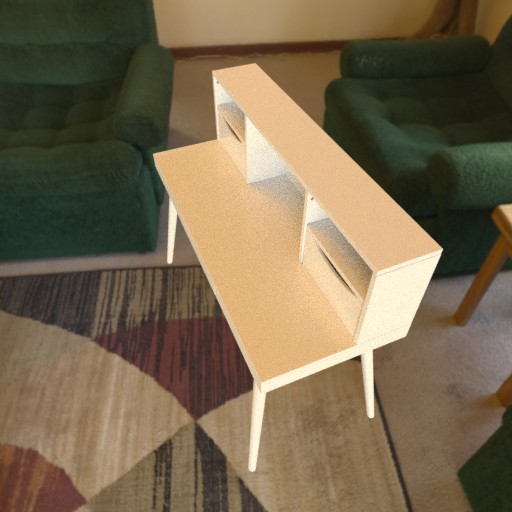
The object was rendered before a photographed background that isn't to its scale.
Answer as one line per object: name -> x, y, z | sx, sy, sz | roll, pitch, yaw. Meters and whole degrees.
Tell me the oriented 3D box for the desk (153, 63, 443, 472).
desk -> 0.000, 0.000, 1.773 | 0.559, 0.990, 1.199 | -17, 49, -16
